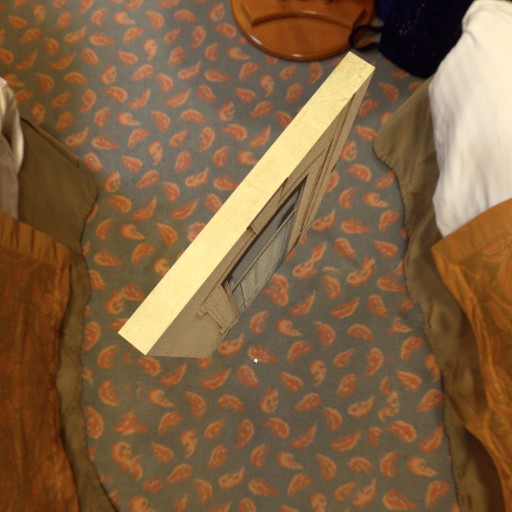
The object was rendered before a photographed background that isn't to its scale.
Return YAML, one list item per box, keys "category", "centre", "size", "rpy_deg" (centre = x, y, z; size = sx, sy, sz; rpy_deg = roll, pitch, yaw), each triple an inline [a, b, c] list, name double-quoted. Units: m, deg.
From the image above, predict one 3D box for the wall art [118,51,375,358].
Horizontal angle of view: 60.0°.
- category: "wall art"
  centre: [0.000, 0.000, 0.767]
  size: [0.036, 0.607, 0.403]
  rpy_deg: [37, 79, 8]
